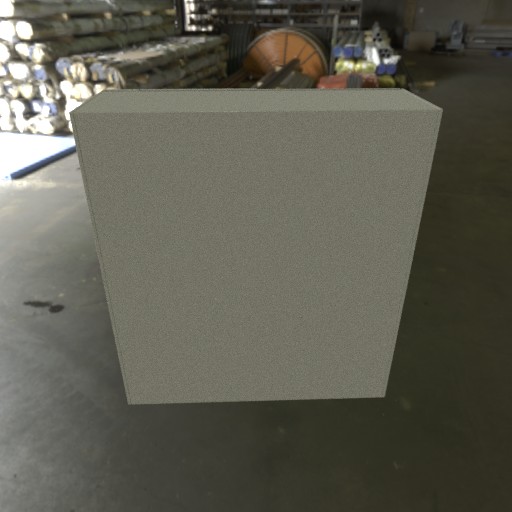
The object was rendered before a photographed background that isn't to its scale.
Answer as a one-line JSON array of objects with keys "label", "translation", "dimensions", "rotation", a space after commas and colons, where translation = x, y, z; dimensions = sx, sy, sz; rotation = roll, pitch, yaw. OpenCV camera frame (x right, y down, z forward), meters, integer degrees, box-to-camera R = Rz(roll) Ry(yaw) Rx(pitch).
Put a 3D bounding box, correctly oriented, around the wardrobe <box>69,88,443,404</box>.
[{"label": "wardrobe", "translation": [0.000, 0.000, 2.861], "dimensions": [1.780, 1.960, 0.629], "rotation": [-1, 30, -2]}]
